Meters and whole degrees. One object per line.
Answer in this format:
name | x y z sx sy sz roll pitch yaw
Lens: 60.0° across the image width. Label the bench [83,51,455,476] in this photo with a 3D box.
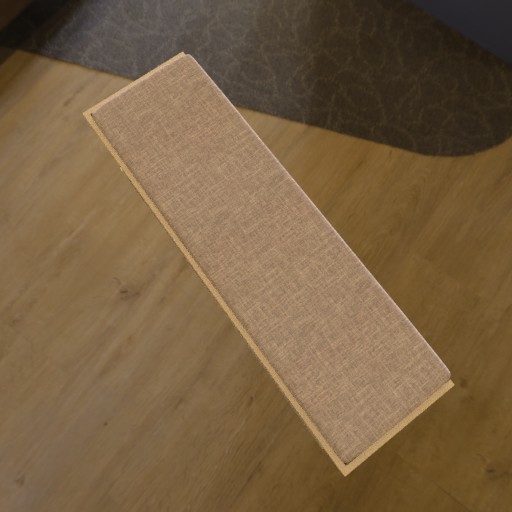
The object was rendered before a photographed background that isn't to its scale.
bench | 0.000 0.000 1.389 0.363 0.453 1.196 -36 79 -8
